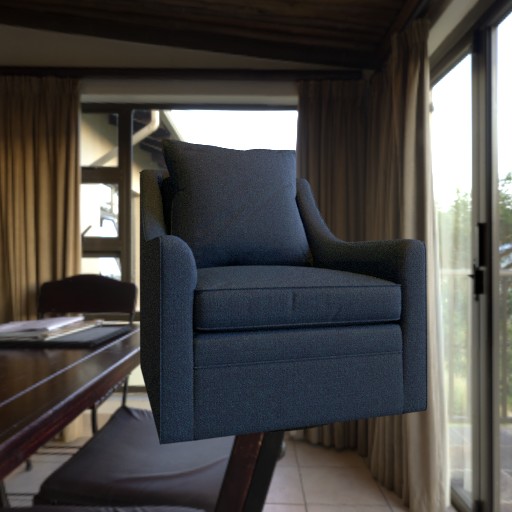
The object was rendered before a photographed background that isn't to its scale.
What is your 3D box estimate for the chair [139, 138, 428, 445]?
[{"bbox_3d":[0.000,0.000,1.554,0.750,0.939,0.870,0,0,-18],"label":"chair"}]
